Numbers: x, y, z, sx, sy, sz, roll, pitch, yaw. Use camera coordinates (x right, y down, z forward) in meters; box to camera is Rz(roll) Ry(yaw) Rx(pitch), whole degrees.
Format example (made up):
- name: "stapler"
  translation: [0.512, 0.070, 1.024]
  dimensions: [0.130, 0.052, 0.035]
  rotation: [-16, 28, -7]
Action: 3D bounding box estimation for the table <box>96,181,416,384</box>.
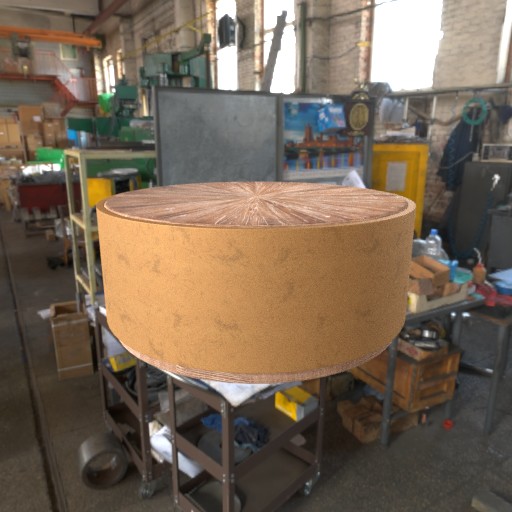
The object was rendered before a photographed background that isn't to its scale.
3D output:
- name: "table"
  translation: [0.000, 0.000, 1.520]
  dimensions: [1.001, 0.409, 1.001]
  rotation: [0, 15, 0]
